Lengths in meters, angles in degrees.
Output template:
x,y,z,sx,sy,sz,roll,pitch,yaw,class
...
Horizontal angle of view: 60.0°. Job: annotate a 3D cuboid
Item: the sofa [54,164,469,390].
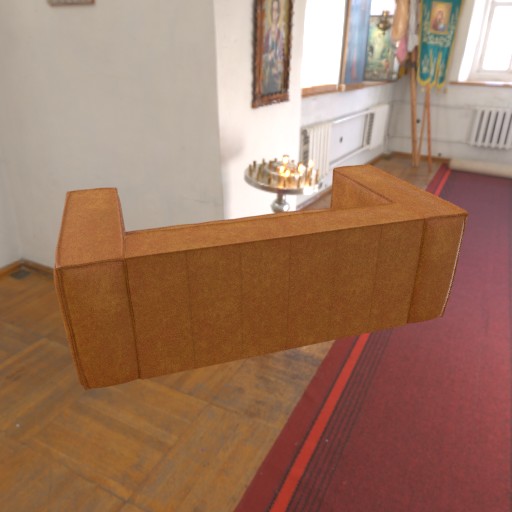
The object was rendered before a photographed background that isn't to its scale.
x,y,z,sx,sy,sz,roll,pitch,yaw,class
0.000,0.000,2.635,2.088,0.703,1.102,-8,27,-16,sofa
